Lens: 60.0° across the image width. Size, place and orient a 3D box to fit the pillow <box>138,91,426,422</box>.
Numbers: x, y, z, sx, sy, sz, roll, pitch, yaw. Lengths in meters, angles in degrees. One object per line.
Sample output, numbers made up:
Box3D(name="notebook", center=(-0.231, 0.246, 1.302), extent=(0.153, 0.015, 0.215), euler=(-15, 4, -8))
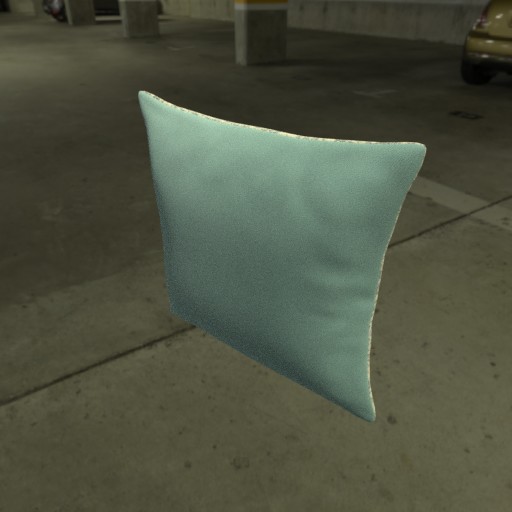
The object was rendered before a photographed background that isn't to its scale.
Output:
Box3D(name="pillow", center=(0.000, 0.000, 0.796), extent=(0.526, 0.507, 0.166), euler=(22, 37, 32))
